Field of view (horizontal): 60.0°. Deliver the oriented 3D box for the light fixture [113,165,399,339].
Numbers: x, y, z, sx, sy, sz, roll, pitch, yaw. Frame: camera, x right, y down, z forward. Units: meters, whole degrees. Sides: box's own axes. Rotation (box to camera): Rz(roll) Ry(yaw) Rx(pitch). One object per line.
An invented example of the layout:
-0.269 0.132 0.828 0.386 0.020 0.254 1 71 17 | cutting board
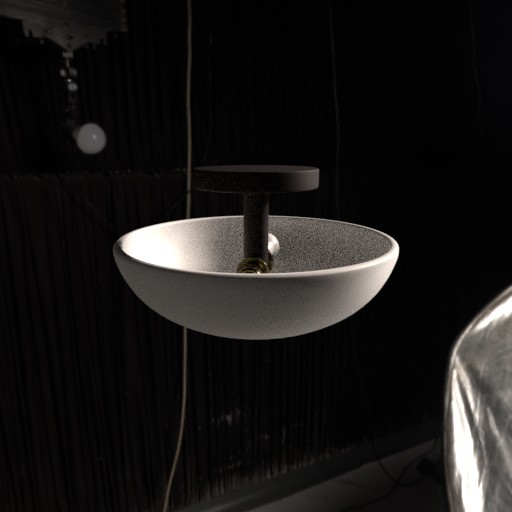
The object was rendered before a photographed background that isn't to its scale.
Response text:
0.000 0.000 0.543 0.331 0.212 0.331 0 14 0 | light fixture
